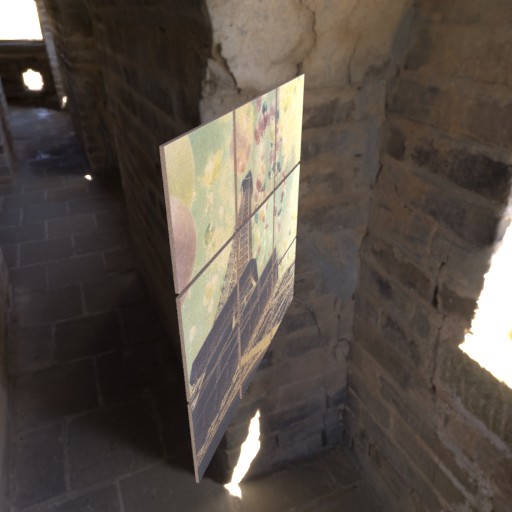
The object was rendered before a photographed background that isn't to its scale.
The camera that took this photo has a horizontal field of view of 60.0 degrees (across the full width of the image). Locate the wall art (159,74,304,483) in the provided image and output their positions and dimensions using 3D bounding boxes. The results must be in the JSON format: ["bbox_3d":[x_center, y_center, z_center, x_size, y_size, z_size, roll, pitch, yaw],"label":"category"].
[{"bbox_3d":[0.000,0.000,1.783,0.013,1.218,1.219,10,31,17],"label":"wall art"}]
